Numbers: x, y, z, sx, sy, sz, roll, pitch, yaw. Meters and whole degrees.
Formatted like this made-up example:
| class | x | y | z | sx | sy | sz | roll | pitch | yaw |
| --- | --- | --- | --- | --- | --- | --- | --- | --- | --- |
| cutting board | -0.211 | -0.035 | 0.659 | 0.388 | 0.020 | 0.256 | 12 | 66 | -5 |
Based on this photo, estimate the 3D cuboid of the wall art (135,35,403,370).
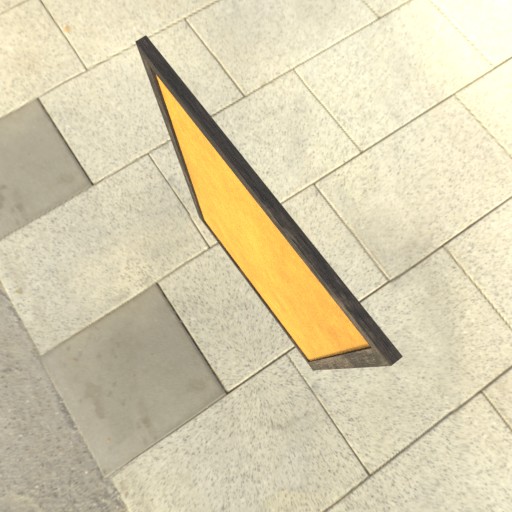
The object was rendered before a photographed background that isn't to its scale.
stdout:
| class | x | y | z | sx | sy | sz | roll | pitch | yaw |
| --- | --- | --- | --- | --- | --- | --- | --- | --- | --- |
| wall art | 0.000 | 0.000 | 1.354 | 0.029 | 1.066 | 0.812 | -35 | 78 | -9 |
